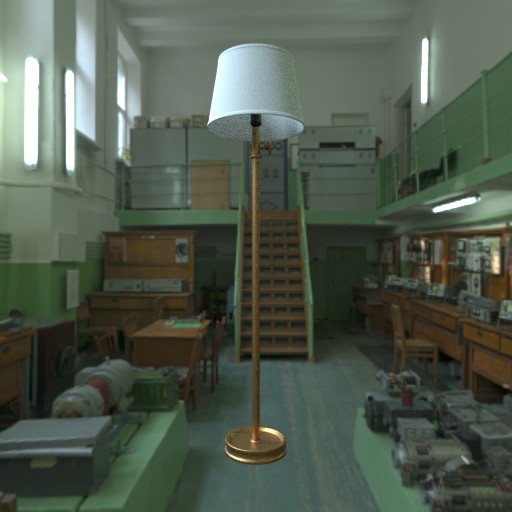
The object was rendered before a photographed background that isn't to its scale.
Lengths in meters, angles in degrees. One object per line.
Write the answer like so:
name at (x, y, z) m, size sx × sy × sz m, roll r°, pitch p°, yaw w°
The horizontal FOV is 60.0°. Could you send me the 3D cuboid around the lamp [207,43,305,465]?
lamp at (0.000, 0.000, 0.809) m, size 0.178 × 0.710 × 0.178 m, roll 0°, pitch 0°, yaw 0°
